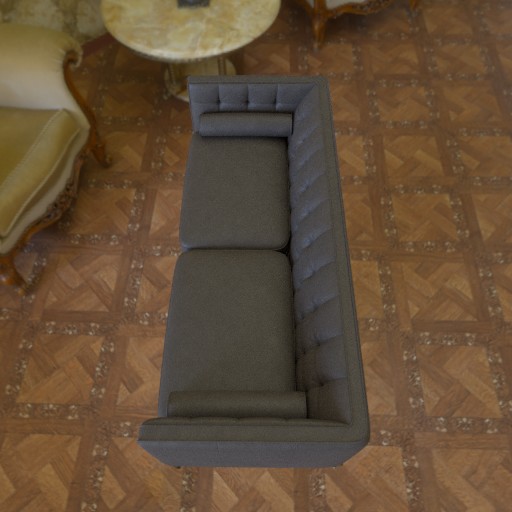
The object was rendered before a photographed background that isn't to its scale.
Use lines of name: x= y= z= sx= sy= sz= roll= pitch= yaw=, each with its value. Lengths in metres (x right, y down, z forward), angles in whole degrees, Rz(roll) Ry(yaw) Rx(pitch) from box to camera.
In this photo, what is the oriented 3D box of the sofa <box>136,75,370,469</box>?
sofa: x=0.000 y=0.000 z=2.428 sx=0.867 sy=0.789 sz=2.087 roll=0 pitch=58 yaw=0
